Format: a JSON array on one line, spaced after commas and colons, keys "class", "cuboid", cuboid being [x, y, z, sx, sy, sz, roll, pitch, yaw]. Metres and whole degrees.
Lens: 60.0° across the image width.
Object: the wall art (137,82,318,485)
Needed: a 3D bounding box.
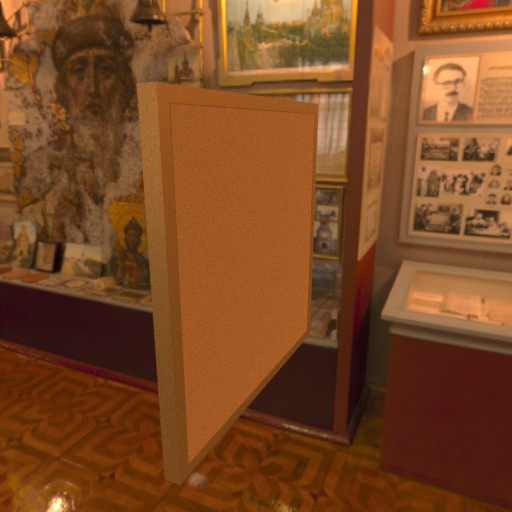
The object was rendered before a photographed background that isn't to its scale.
[{"class": "wall art", "cuboid": [0.000, 0.000, 2.843, 0.099, 1.926, 1.926, 8, 18, 26]}]
